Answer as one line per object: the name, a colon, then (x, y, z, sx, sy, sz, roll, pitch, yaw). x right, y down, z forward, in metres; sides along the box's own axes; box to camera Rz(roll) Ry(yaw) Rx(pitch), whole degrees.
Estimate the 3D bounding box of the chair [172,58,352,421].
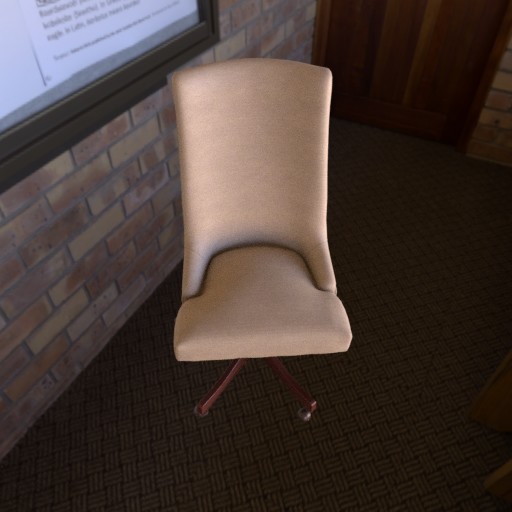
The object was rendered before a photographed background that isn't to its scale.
chair: (0.000, 0.000, 1.441, 0.645, 1.010, 0.696, -3, 46, -3)
